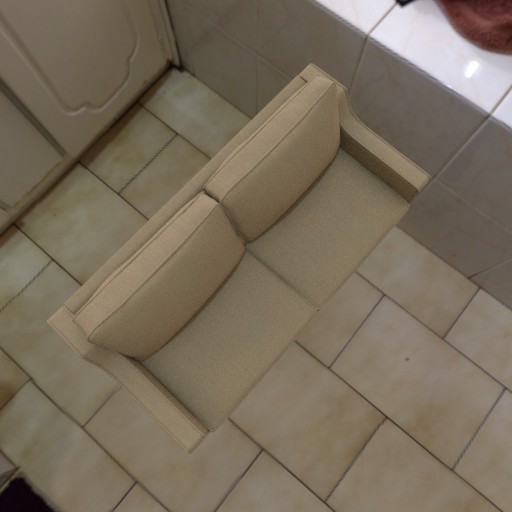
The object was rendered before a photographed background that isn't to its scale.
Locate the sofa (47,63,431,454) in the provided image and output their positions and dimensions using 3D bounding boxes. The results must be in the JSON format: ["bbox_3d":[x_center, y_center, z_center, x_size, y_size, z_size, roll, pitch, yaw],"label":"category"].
[{"bbox_3d":[0.000,0.000,2.818,1.066,1.071,2.178,41,79,10],"label":"sofa"}]
